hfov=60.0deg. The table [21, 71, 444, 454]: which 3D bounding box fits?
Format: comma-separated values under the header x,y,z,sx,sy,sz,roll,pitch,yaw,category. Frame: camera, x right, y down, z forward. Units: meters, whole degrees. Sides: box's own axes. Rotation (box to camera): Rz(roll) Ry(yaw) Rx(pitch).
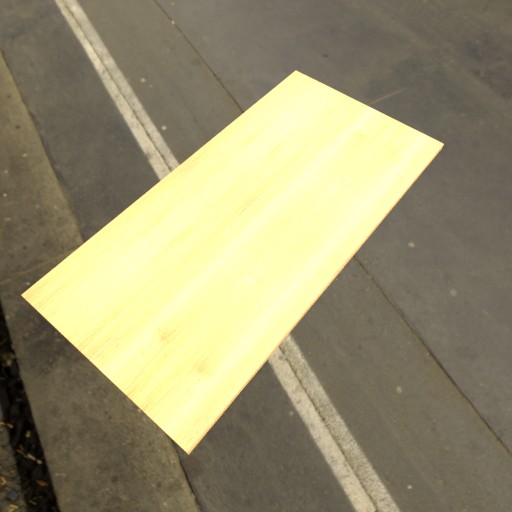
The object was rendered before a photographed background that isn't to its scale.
x,y,z,sx,sy,sz,roll,pitch,yaw,category
0.000,0.000,2.267,0.900,0.750,1.800,35,64,19,table
